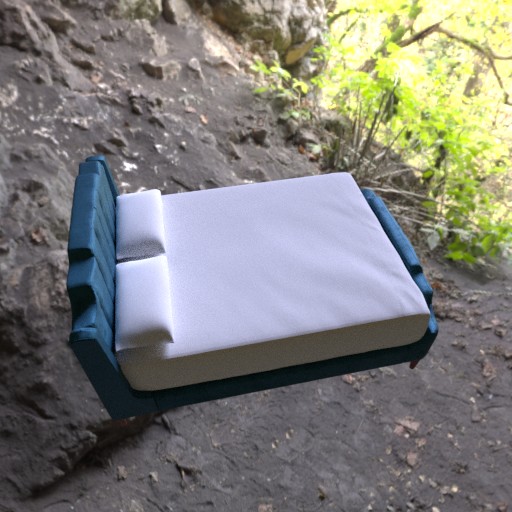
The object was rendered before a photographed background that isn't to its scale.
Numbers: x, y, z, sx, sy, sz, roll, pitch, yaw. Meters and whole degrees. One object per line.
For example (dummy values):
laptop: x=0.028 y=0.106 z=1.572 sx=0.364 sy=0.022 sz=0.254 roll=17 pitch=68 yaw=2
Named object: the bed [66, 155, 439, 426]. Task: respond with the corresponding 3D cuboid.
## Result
bed: x=0.000 y=0.000 z=3.320 sx=2.322 sy=1.338 sz=1.678 roll=-9 pitch=48 yaw=-8
